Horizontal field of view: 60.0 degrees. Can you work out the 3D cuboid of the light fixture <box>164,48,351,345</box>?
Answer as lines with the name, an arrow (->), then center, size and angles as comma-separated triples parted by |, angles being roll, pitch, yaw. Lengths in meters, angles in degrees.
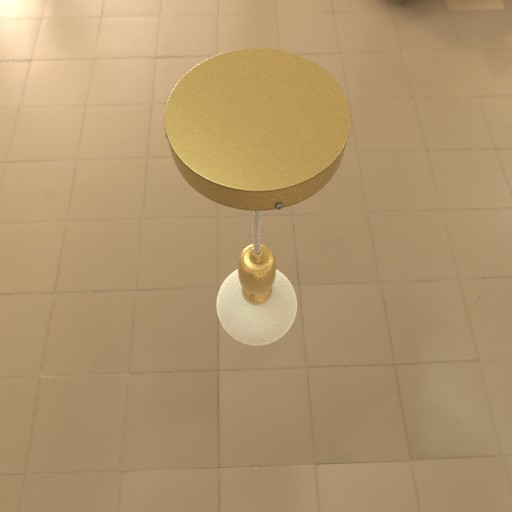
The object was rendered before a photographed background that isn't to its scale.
light fixture -> 0.000, 0.000, 0.570 | 0.146, 0.510, 0.147 | -2, 64, -1
